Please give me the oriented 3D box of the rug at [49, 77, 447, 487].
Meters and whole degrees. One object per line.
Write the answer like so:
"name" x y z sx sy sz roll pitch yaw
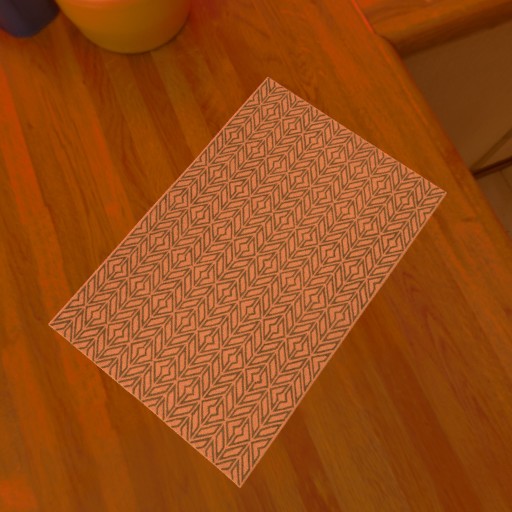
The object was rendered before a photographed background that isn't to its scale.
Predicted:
"rug" 0.000 0.000 2.314 1.220 0.007 1.828 36 77 10
